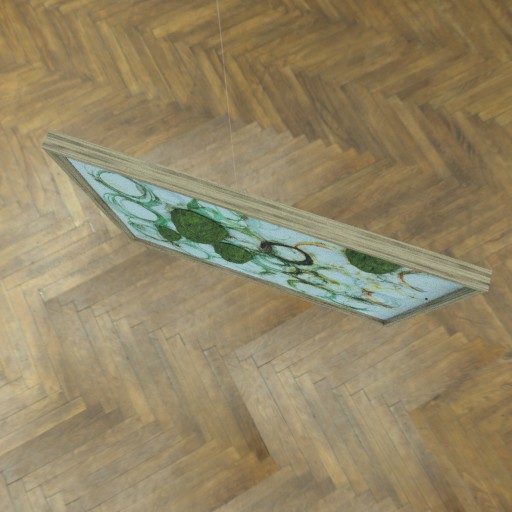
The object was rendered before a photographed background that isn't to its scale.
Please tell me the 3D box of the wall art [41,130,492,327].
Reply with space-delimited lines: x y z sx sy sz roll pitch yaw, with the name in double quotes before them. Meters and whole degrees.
"wall art" 0.000 0.000 1.087 0.841 0.609 0.063 18 76 5
